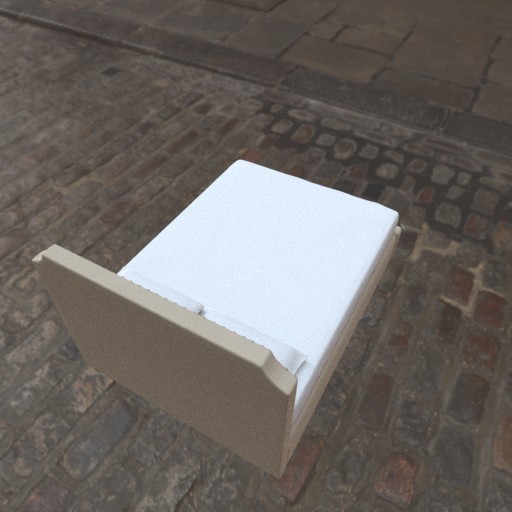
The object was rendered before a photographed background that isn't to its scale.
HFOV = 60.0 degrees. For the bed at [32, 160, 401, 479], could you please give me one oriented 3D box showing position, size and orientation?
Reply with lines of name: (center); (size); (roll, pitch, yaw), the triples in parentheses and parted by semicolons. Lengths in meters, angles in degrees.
bed: (0.000, 0.000, 3.405); (1.703, 1.415, 2.329); (23, 50, 20)
